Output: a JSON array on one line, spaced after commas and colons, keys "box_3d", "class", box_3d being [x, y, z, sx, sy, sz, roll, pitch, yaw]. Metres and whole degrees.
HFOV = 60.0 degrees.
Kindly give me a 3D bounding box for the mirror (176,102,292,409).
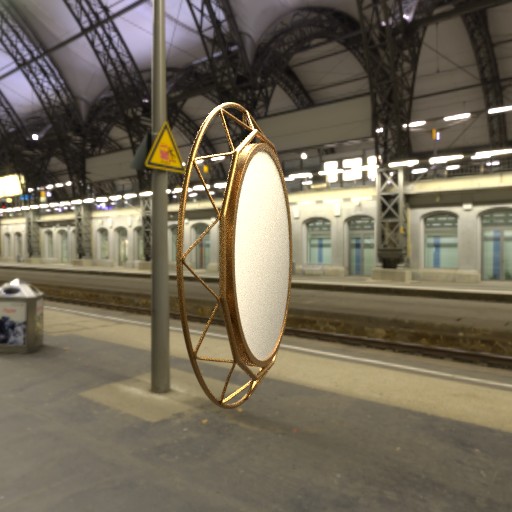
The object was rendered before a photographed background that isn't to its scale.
[{"box_3d": [0.000, 0.000, 0.686, 0.043, 0.454, 0.454, 0, 1, 17], "class": "mirror"}]
